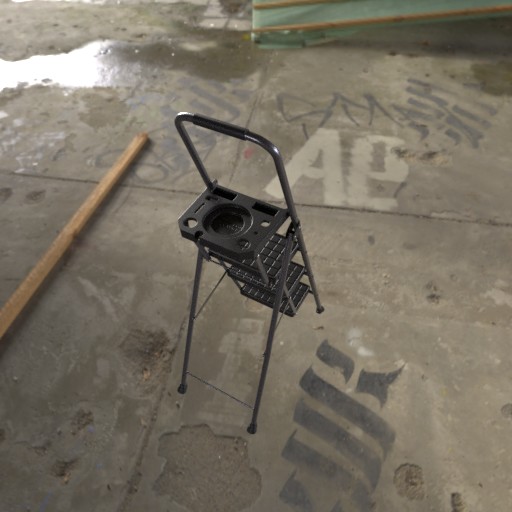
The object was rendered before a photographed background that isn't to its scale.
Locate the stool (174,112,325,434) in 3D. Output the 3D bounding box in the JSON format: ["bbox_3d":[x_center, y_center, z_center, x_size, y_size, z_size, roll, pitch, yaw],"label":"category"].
[{"bbox_3d":[0.000,0.000,1.623,0.396,1.277,0.733,23,52,19],"label":"stool"}]
